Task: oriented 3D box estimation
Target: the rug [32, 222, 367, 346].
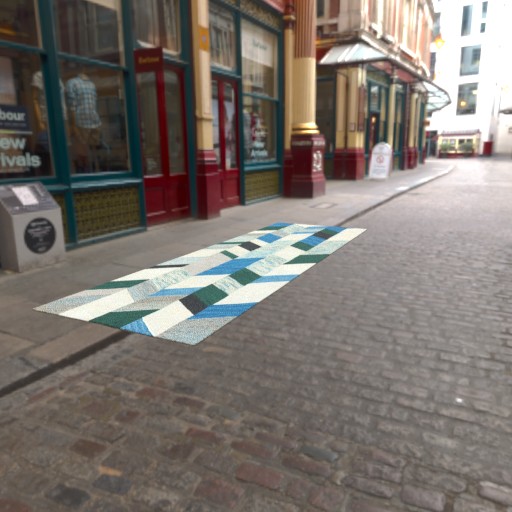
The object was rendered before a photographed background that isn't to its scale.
[{"bbox_3d":[0.000,0.000,2.643,0.774,0.008,2.437,7,15,26],"label":"rug"}]
